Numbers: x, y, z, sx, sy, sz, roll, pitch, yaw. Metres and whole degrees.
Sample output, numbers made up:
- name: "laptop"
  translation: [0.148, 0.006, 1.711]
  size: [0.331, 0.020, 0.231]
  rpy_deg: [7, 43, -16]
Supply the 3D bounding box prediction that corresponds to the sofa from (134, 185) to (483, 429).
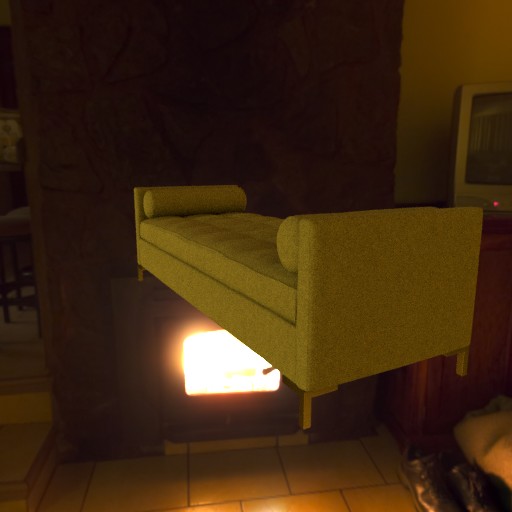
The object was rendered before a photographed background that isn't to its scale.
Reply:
- name: "sofa"
  translation: [0.000, 0.000, 2.379]
  size: [0.797, 0.657, 2.102]
  rpy_deg: [-6, 13, -28]
